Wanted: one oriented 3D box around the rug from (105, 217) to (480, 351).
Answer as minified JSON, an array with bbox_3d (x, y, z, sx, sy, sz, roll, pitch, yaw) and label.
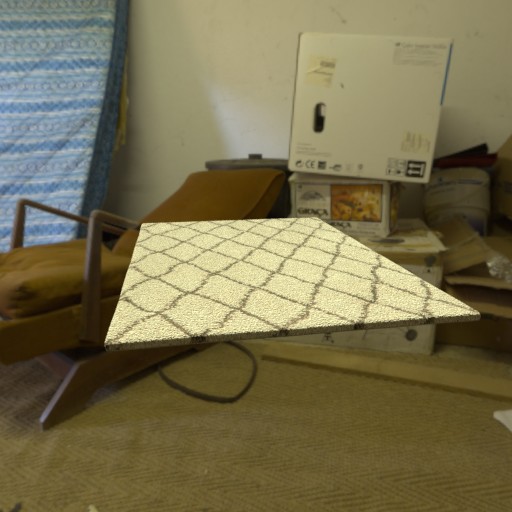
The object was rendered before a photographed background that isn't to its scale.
[{"bbox_3d":[0.000,0.000,2.222,1.219,0.030,1.778,-3,16,-10],"label":"rug"}]
